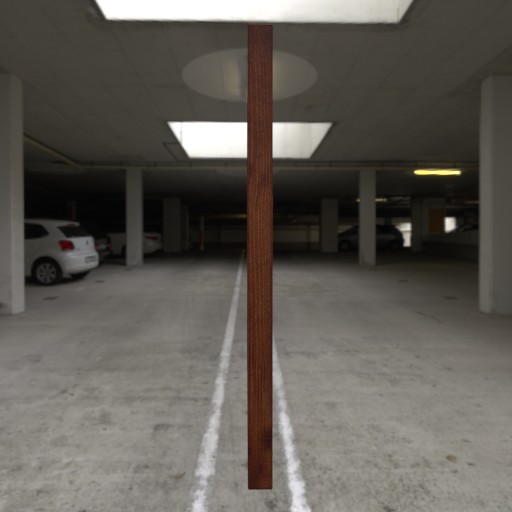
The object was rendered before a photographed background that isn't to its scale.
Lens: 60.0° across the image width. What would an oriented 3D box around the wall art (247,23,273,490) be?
[{"bbox_3d":[0.000,0.000,0.760,0.030,0.558,0.462,0,1,-1],"label":"wall art"}]
